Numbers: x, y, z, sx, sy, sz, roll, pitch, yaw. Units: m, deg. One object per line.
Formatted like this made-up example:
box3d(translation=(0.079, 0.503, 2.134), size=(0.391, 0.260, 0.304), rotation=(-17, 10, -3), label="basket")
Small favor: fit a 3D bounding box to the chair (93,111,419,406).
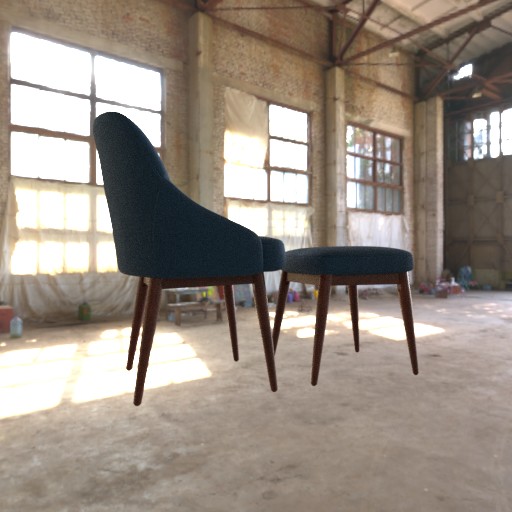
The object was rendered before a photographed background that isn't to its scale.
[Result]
box3d(translation=(0.000, 0.000, 1.616), size=(1.114, 0.866, 0.584), rotation=(0, 0, -19), label="chair")
